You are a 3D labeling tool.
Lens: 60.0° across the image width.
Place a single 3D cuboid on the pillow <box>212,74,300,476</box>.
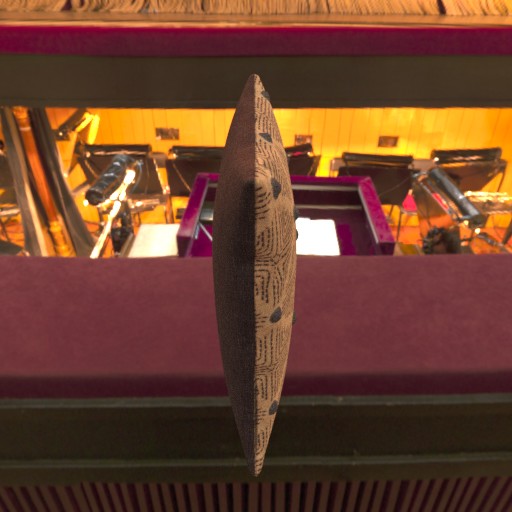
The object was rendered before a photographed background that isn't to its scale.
[{"bbox_3d":[0.000,0.000,0.779,0.145,0.510,0.510,0,33,0],"label":"pillow"}]
